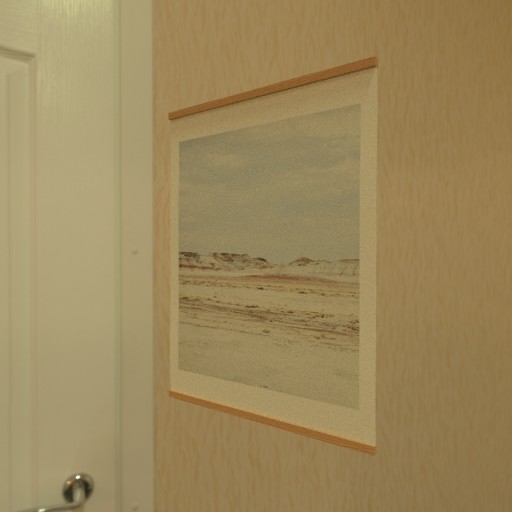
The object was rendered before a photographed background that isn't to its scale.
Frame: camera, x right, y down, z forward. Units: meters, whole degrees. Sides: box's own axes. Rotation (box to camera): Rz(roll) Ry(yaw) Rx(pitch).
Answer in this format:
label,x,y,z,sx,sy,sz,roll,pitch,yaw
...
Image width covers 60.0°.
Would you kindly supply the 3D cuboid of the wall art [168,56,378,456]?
label,x,y,z,sx,sy,sz,roll,pitch,yaw
wall art,0.000,0.000,0.813,0.458,0.605,0.011,0,1,37
